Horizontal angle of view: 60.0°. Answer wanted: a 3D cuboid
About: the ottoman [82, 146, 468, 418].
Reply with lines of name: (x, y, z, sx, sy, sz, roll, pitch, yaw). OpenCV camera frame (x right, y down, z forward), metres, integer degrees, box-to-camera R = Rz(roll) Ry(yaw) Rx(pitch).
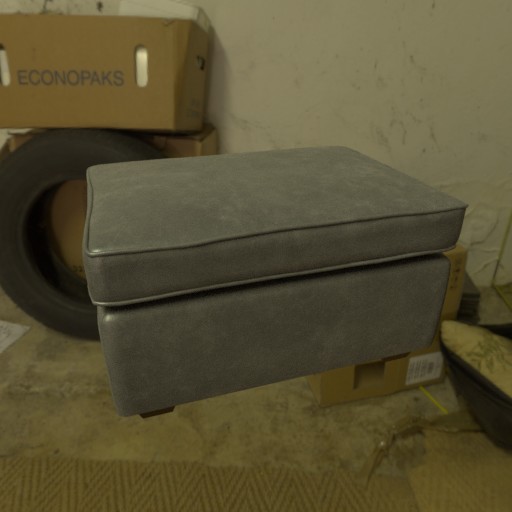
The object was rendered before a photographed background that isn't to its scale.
ottoman: (0.000, 0.000, 1.105, 0.756, 0.445, 0.554, -8, 28, -16)
